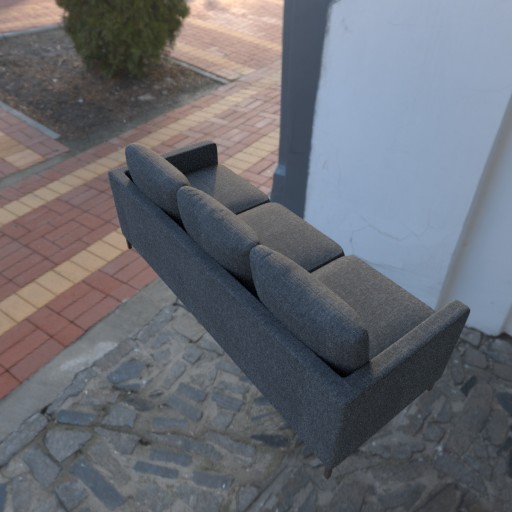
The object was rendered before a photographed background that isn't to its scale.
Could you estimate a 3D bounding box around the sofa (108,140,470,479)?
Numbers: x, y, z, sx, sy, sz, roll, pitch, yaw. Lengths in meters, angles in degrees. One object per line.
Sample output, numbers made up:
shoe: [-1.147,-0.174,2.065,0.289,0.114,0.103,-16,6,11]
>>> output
sofa: [0.000,0.000,2.650,0.859,0.874,2.218,-26,46,-28]
